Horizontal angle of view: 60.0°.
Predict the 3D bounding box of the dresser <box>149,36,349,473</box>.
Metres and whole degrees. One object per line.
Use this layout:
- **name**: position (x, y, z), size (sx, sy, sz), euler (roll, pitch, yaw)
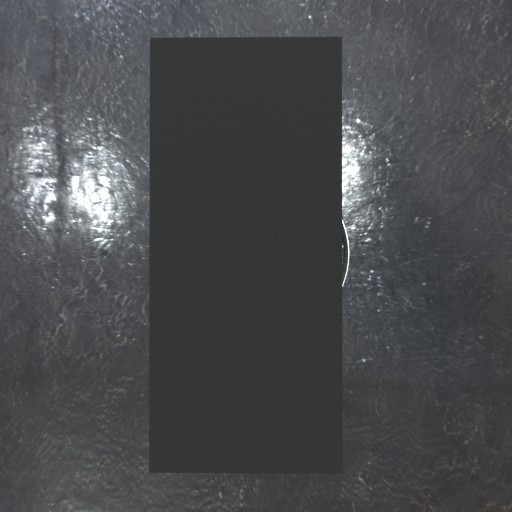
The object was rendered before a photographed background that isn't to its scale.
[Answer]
- **dresser**: position (0.000, 0.000, 1.121), size (0.360, 0.720, 0.750), euler (0, 90, 1)
